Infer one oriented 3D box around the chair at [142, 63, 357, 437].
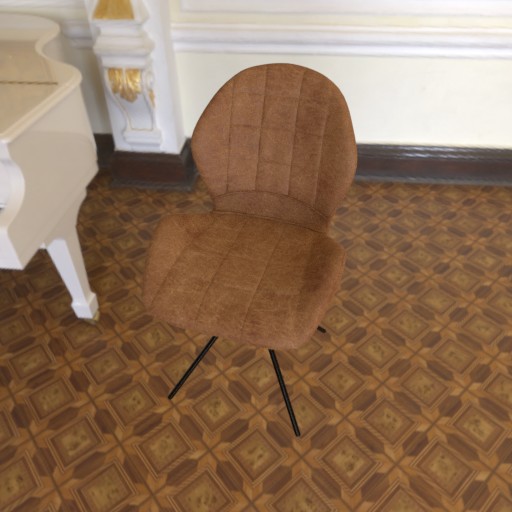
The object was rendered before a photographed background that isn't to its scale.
[{"bbox_3d":[0.000,0.000,1.316,0.527,0.929,0.640,11,41,13],"label":"chair"}]
